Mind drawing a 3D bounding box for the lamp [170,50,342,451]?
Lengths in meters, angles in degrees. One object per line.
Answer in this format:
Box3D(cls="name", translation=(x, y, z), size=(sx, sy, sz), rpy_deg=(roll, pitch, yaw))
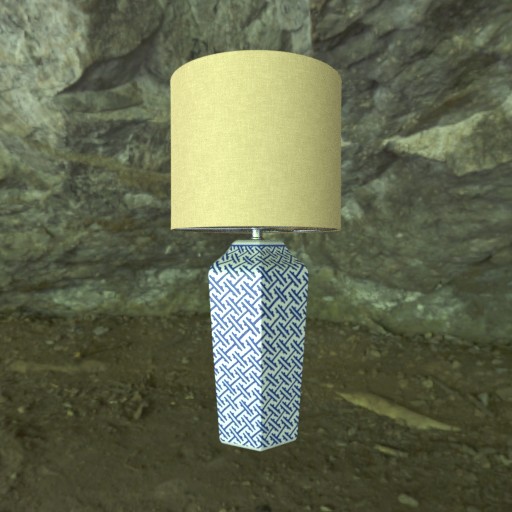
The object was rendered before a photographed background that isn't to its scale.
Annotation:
Box3D(cls="lamp", translation=(0.000, 0.000, 0.849), size=(0.320, 0.682, 0.320), rpy_deg=(0, 1, 0))
